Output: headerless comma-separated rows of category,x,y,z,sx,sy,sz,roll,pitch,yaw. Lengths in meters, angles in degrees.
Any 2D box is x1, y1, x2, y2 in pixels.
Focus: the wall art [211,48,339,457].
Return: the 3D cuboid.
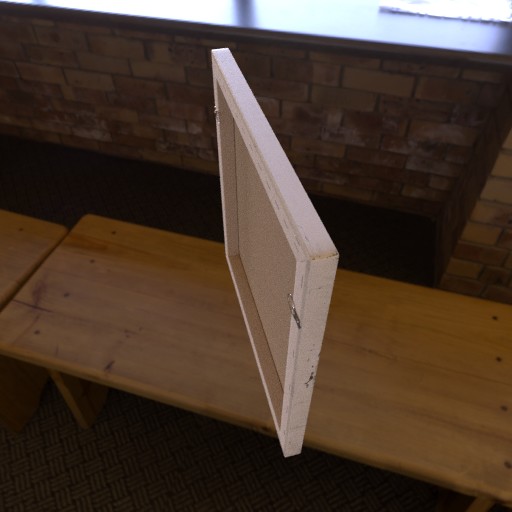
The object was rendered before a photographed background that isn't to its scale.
wall art,0.000,0.000,0.922,0.040,0.611,0.610,-11,47,-10
